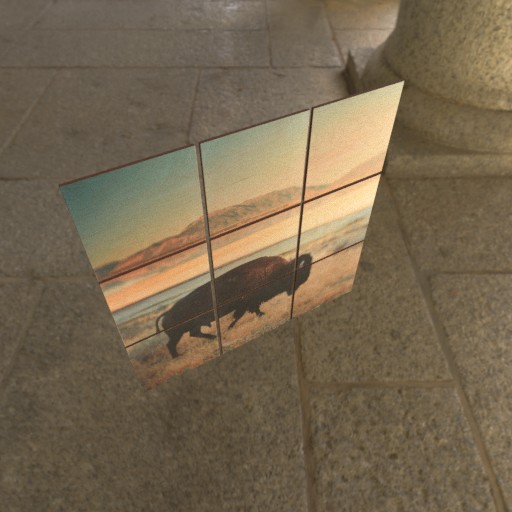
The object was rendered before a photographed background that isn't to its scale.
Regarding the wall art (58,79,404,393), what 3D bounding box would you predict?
[{"bbox_3d":[0.000,0.000,1.841,1.221,1.218,0.019,-23,51,-20],"label":"wall art"}]
